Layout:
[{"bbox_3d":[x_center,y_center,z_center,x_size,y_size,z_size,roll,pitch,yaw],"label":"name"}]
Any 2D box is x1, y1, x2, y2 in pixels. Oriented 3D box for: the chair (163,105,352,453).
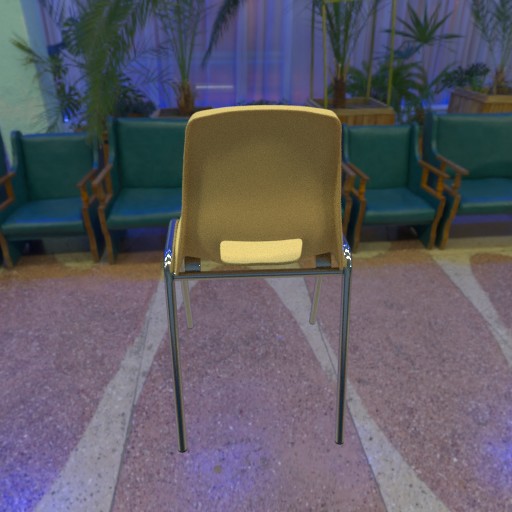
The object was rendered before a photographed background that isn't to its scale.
[{"bbox_3d":[0.000,0.000,0.959,0.381,0.704,0.436,-2,29,-3],"label":"chair"}]
